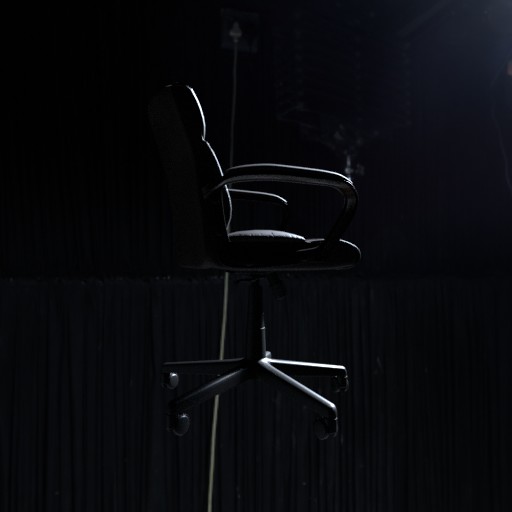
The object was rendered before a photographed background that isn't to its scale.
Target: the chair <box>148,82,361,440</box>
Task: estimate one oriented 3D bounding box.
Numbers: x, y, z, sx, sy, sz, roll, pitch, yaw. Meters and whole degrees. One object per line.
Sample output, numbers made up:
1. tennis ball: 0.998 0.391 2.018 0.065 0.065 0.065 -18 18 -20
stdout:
1. chair: 0.000 0.000 1.512 0.717 1.004 0.739 0 0 -18
